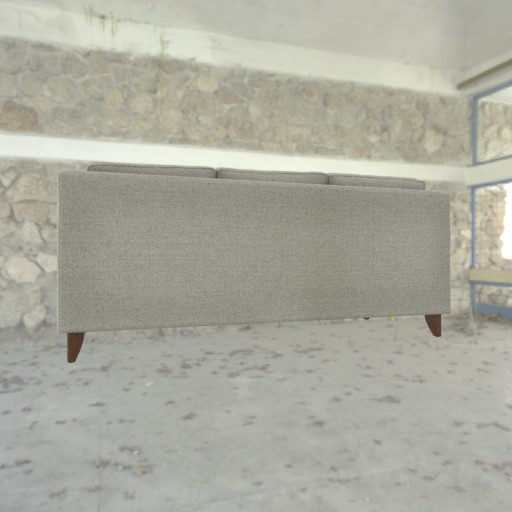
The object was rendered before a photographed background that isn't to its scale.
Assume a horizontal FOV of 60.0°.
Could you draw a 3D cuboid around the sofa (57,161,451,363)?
[{"bbox_3d":[0.000,0.000,2.557,2.031,0.914,0.865,0,0,-18],"label":"sofa"}]
